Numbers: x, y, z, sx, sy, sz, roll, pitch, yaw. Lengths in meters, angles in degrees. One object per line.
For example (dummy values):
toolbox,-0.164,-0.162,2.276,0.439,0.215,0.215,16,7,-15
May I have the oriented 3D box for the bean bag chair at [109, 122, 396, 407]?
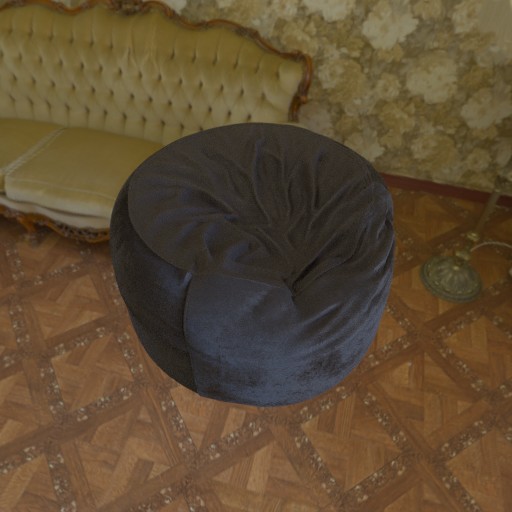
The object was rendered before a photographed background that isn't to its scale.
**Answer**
bean bag chair,0.000,0.000,1.520,0.918,0.605,0.918,0,47,0
